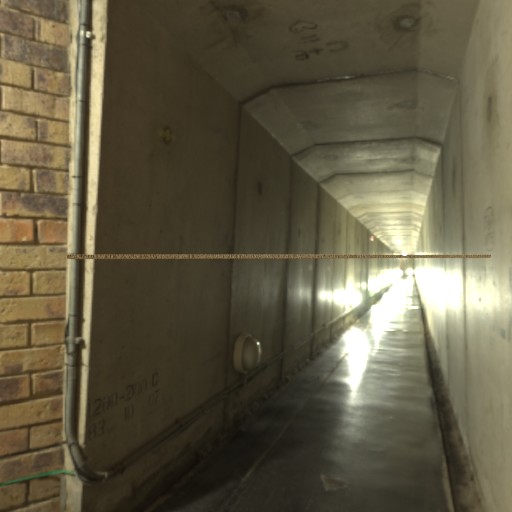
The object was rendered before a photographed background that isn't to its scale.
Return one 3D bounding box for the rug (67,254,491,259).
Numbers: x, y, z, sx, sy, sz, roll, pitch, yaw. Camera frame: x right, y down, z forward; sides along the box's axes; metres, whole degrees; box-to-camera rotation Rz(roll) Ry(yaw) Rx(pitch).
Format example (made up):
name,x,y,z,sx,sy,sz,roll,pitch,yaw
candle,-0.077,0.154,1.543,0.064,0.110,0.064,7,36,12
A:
name,x,y,z,sx,sy,sz,roll,pitch,yaw
rug,0.000,0.000,4.063,3.000,0.025,2.400,0,0,-18
